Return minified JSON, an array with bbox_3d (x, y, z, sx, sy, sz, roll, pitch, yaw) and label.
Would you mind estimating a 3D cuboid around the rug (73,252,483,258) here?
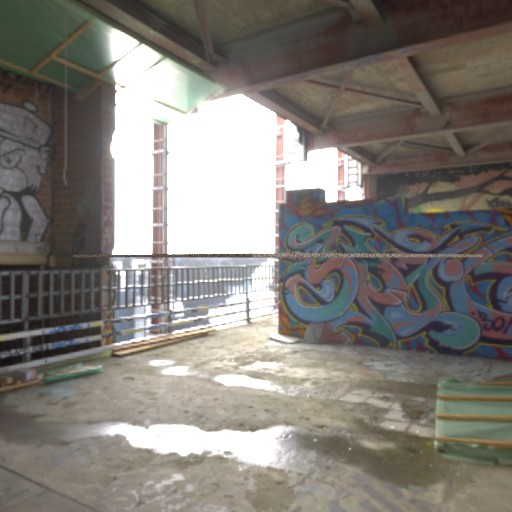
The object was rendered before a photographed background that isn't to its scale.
[{"bbox_3d":[0.000,0.000,4.090,2.400,0.025,3.000,0,0,-38],"label":"rug"}]
